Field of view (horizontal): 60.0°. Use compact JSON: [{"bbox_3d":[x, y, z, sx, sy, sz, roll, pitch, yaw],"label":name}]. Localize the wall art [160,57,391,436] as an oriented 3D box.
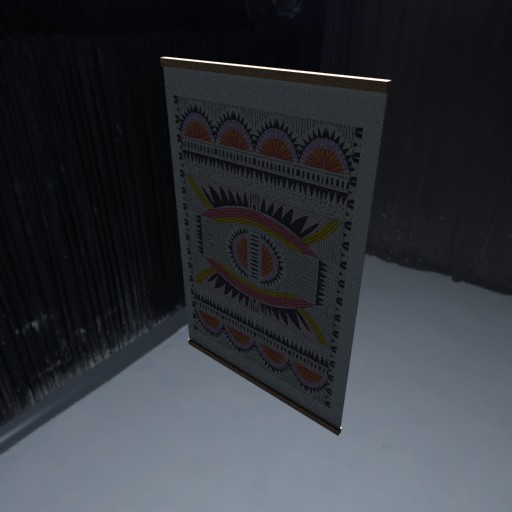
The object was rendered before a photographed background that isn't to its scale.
[{"bbox_3d":[0.000,0.000,1.941,0.999,1.533,0.028,22,37,33],"label":"wall art"}]
